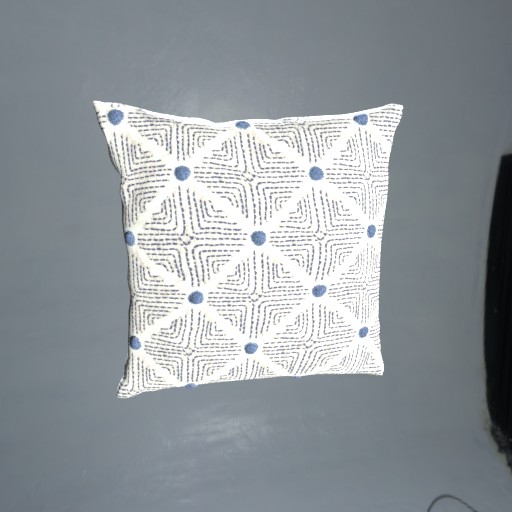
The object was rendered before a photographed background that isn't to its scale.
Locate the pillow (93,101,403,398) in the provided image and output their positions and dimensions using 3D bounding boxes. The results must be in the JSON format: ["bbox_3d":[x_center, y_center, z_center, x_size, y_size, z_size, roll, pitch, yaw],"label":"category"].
[{"bbox_3d":[0.000,0.000,0.775,0.510,0.510,0.145,-2,15,-9],"label":"pillow"}]
